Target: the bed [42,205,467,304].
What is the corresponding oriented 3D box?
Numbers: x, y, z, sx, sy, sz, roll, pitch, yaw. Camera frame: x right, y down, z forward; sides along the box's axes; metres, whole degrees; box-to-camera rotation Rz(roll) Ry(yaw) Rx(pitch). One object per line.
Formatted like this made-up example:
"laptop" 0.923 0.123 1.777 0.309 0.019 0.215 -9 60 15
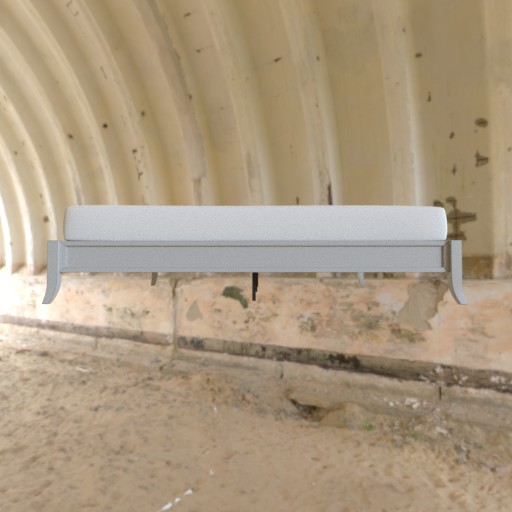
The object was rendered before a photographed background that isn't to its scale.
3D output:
"bed" 0.000 0.000 3.149 2.007 0.510 2.108 0 -1 1
